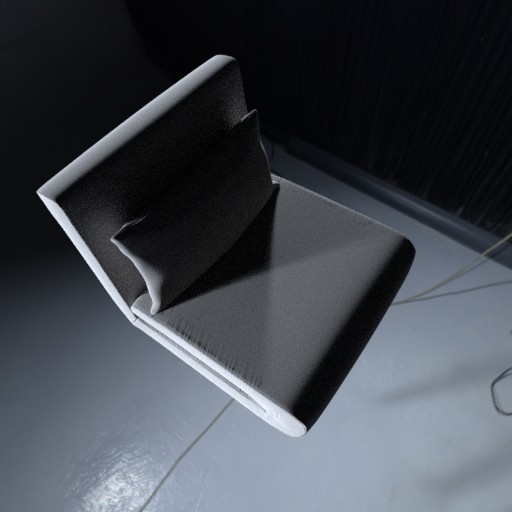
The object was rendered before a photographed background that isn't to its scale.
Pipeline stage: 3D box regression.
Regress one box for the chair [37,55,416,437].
[{"bbox_3d":[0.000,0.000,1.497,0.902,0.808,0.770,31,62,19],"label":"chair"}]
